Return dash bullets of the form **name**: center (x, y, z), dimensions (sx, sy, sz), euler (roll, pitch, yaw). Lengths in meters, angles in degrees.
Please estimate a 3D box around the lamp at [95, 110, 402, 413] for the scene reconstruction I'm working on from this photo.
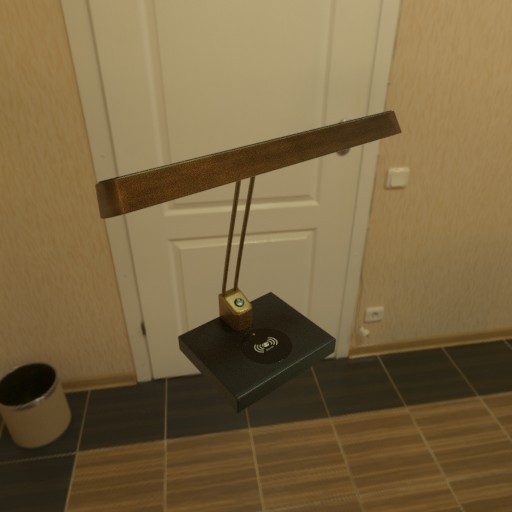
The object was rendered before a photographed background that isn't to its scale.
- **lamp**: center (0.000, 0.000, 0.596), dimensions (0.412, 0.345, 0.156), euler (-23, 38, -32)
